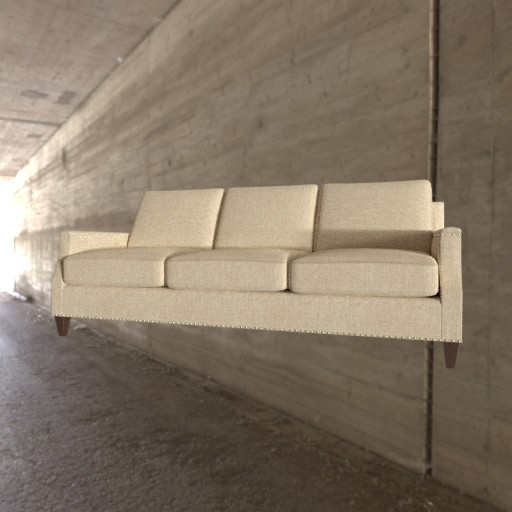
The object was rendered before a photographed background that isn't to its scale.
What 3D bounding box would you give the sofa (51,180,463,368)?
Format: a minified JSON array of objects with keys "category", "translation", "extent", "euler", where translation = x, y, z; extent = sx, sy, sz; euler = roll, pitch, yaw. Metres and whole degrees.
[{"category":"sofa","translation":[0.000,0.000,2.719],"extent":[2.210,0.940,1.041],"euler":[1,2,18]}]
